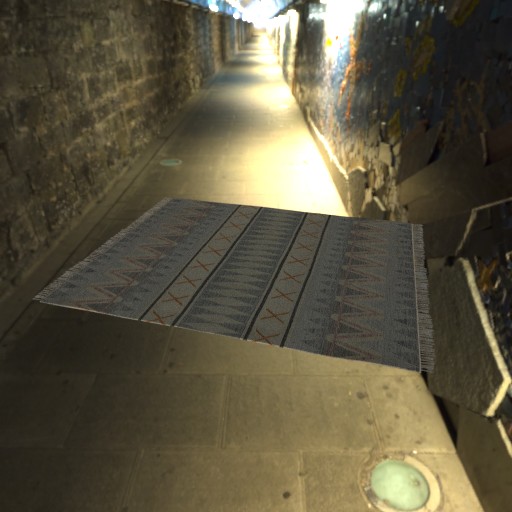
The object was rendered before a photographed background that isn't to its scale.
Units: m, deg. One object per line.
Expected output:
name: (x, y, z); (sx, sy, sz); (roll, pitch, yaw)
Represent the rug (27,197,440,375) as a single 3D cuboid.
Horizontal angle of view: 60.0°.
rug: (0.000, 0.000, 4.042); (3.000, 0.012, 2.371); (8, 29, 14)
